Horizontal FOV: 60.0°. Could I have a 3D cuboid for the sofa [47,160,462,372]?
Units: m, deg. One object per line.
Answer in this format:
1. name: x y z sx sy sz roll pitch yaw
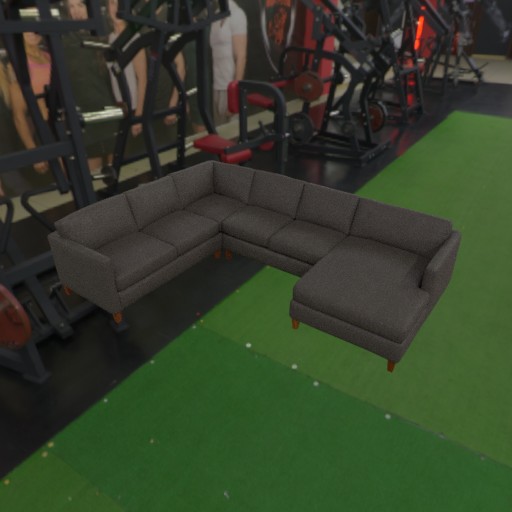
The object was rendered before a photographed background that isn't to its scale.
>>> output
1. sofa: 0.000 0.000 4.664 3.460 0.961 2.594 20 36 30
